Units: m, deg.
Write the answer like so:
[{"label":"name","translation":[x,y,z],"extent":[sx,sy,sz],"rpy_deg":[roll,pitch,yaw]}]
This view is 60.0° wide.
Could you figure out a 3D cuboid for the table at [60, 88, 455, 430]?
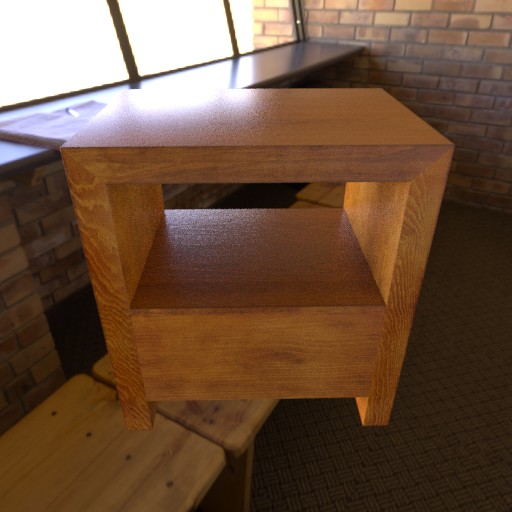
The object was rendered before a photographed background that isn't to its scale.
[{"label":"table","translation":[0.000,0.000,0.944],"extent":[0.550,0.605,0.400],"rpy_deg":[-1,32,-1]}]
